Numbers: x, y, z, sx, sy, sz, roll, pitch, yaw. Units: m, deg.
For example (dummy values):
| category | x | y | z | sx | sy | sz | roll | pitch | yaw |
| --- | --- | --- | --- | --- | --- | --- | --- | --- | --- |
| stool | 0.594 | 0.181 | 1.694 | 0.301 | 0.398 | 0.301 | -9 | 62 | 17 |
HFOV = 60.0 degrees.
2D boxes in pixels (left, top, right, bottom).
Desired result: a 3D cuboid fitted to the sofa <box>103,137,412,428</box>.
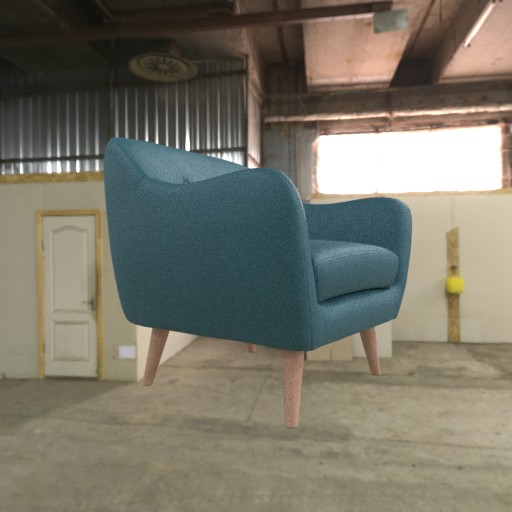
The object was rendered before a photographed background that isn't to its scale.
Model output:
| category | x | y | z | sx | sy | sz | roll | pitch | yaw |
| --- | --- | --- | --- | --- | --- | --- | --- | --- | --- |
| sofa | 0.000 | 0.000 | 1.490 | 0.825 | 0.817 | 0.836 | 1 | 2 | 37 |
